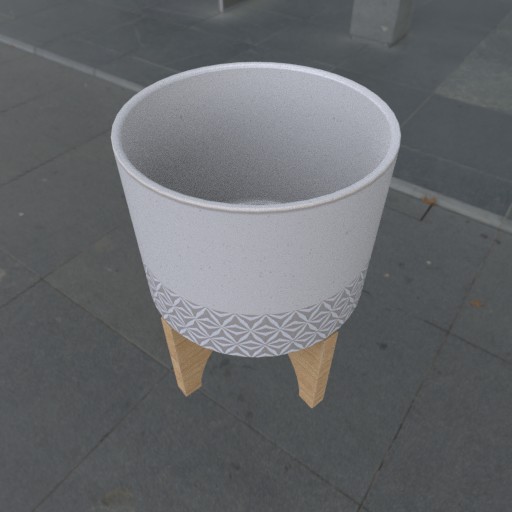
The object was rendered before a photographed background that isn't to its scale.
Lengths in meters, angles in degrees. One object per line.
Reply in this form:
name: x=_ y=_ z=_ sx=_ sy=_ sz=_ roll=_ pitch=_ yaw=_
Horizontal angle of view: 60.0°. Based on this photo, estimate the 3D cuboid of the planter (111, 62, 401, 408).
planter: x=0.000 y=0.000 z=0.387 sx=0.188 sy=0.260 sz=0.188 roll=0 pitch=45 yaw=0
